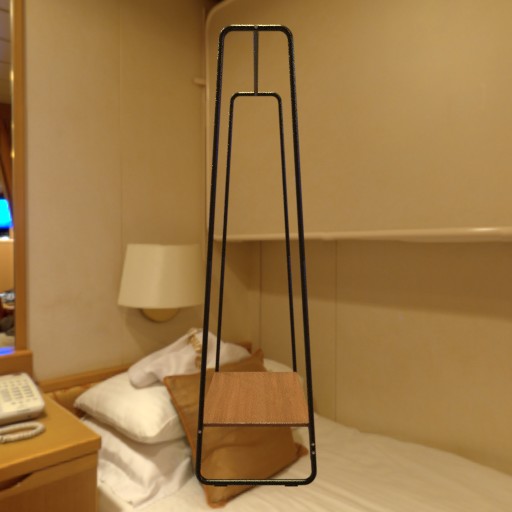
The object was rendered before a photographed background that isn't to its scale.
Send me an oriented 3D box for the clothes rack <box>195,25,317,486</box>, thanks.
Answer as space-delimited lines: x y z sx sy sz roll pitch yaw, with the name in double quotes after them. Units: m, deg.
0.000 0.000 1.753 0.400 1.500 0.640 0 1 0 "clothes rack"
